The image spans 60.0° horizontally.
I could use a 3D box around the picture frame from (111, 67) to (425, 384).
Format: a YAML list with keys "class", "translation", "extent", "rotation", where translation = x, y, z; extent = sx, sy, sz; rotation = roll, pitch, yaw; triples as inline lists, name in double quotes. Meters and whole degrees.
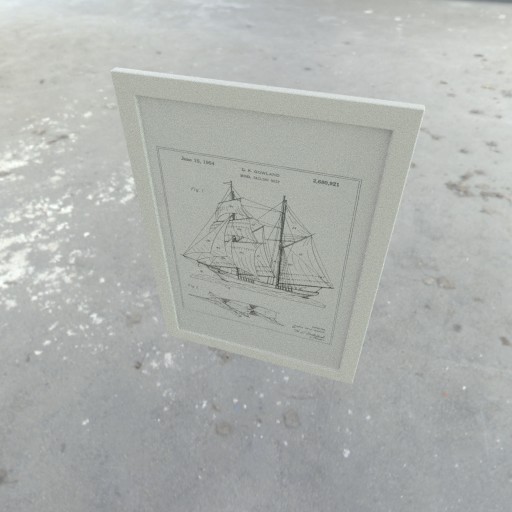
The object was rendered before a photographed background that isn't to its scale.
- class: "picture frame"
  translation: [0.000, 0.000, 0.696]
  extent: [0.381, 0.534, 0.012]
  rotation: [12, 43, 13]
